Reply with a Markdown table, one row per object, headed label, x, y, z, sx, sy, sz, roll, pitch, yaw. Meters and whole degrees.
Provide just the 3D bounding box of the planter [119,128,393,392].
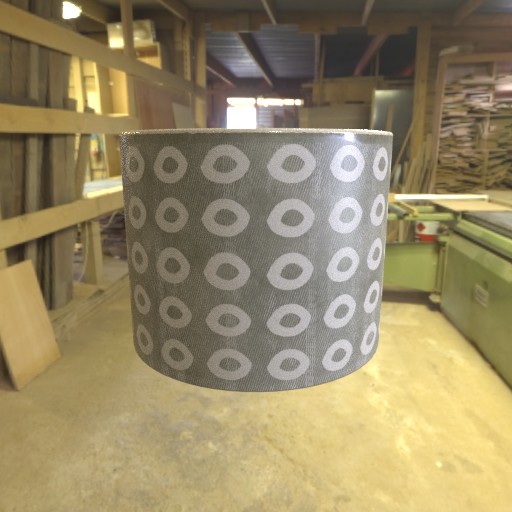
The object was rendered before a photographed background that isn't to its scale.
| label | x | y | z | sx | sy | sz | roll | pitch | yaw |
| --- | --- | --- | --- | --- | --- | --- | --- | --- | --- |
| planter | 0.000 | 0.000 | 0.450 | 0.250 | 0.239 | 0.250 | 0 | 14 | 0 |
